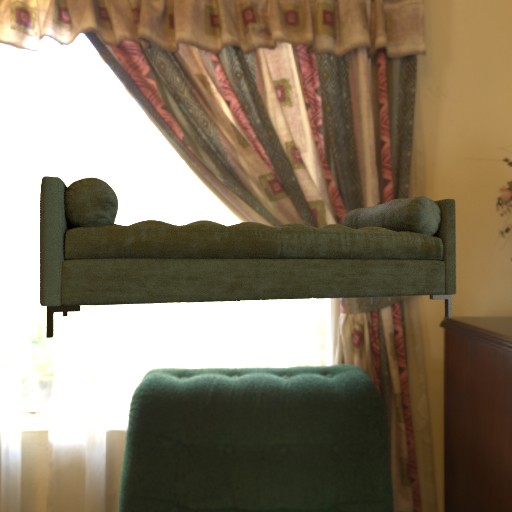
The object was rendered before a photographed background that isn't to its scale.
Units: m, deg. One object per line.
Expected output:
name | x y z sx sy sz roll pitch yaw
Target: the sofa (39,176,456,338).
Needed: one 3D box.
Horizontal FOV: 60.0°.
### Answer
sofa | 0.000 0.000 2.482 2.130 0.681 0.817 0 -1 -19
